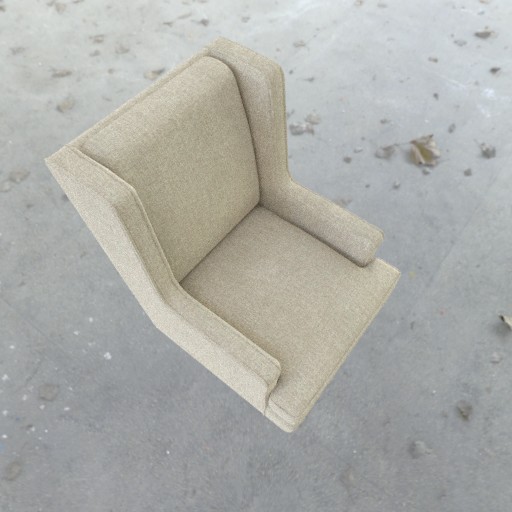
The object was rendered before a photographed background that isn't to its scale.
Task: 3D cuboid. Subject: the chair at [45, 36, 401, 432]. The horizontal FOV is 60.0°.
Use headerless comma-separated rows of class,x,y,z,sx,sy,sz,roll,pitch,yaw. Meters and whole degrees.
chair,0.000,0.000,1.697,0.948,1.082,0.764,34,64,19
